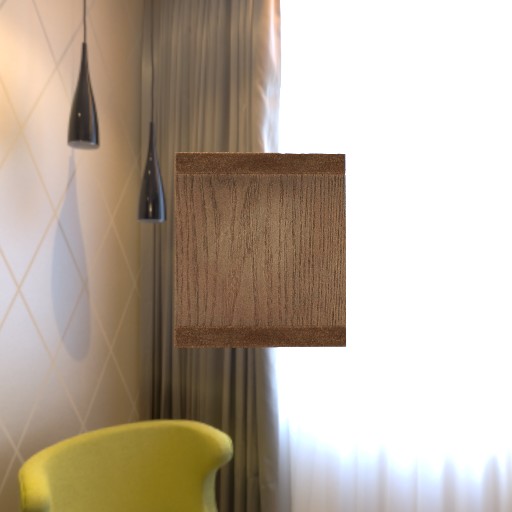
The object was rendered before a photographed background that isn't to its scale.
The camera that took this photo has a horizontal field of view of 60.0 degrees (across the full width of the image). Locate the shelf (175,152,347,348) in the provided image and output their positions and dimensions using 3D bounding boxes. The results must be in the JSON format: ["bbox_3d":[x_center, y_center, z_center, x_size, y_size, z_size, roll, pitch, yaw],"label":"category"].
[{"bbox_3d":[0.000,0.000,0.691,0.150,0.170,0.610,0,-1,-1],"label":"shelf"}]
